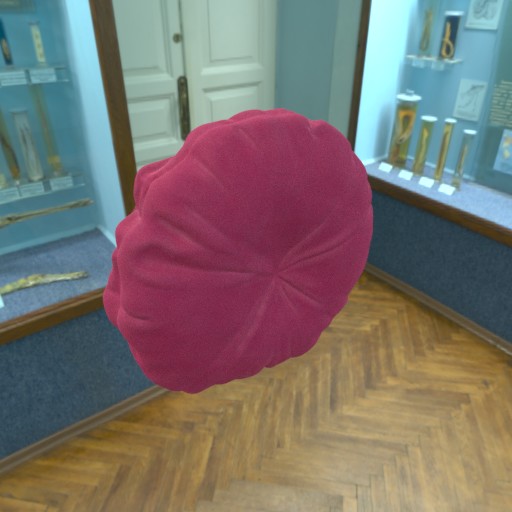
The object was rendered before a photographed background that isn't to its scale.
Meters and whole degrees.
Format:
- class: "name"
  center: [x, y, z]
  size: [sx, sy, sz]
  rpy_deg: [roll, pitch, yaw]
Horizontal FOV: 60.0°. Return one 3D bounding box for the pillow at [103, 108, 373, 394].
- class: "pillow"
  center: [0.000, 0.000, 0.638]
  size: [0.428, 0.407, 0.148]
  rpy_deg: [-19, 36, -29]
